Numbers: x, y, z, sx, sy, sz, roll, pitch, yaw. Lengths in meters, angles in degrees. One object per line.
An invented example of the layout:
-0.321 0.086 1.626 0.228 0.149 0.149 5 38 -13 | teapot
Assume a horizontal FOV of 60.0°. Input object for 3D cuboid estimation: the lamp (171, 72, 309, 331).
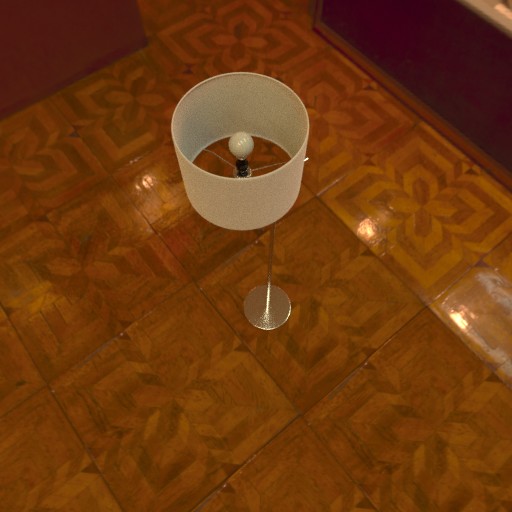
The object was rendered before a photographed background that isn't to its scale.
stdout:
0.000 0.000 1.774 0.416 1.600 0.324 -34 69 -15 | lamp
